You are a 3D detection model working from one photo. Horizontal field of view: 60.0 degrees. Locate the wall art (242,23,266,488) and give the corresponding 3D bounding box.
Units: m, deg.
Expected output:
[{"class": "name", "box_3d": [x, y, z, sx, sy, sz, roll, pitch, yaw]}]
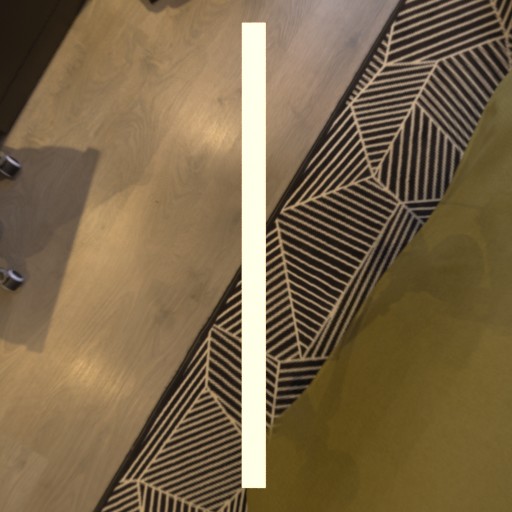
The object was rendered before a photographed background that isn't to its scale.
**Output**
[{"class": "wall art", "box_3d": [0.000, 0.000, 0.812, 0.028, 0.559, 0.559, 0, 90, 1]}]
